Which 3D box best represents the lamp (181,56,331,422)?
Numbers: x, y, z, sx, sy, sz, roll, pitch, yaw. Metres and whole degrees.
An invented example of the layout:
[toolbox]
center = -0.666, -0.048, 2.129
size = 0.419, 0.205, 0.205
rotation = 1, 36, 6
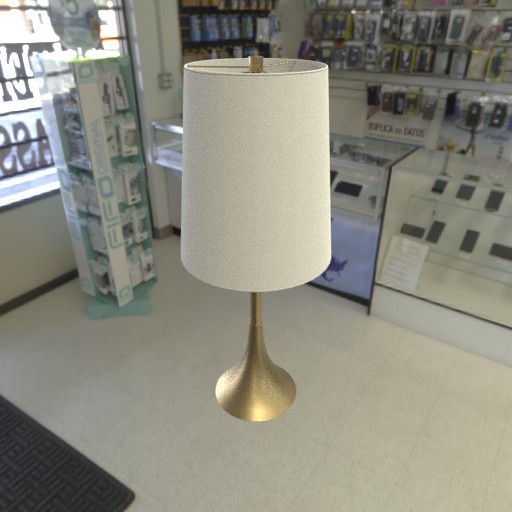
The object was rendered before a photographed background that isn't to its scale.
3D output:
[lamp]
center = 0.000, 0.000, 0.691
size = 0.231, 0.569, 0.231
rotation = 0, 29, 0
